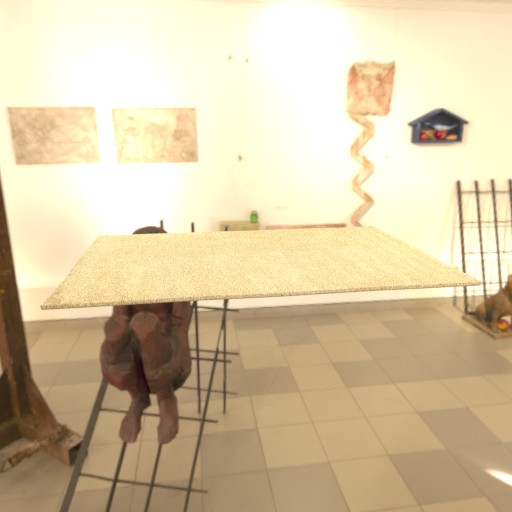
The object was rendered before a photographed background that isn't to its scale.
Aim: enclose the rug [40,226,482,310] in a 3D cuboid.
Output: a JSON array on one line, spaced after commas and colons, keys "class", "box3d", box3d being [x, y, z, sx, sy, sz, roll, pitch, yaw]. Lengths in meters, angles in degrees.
[{"class": "rug", "box3d": [0.000, 0.000, 3.034, 2.346, 0.025, 1.500, -2, 16, -8]}]
